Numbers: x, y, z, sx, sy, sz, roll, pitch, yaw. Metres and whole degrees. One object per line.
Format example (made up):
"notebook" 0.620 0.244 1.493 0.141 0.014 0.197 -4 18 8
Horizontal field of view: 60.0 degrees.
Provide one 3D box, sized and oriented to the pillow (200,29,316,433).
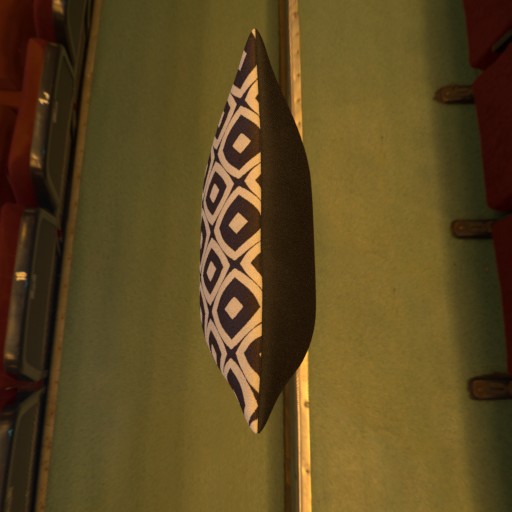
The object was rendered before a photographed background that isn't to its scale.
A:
"pillow" 0.000 0.000 0.765 0.188 0.494 0.504 0 76 0
